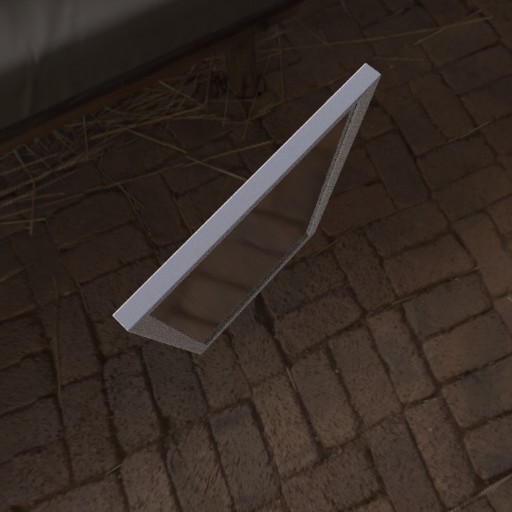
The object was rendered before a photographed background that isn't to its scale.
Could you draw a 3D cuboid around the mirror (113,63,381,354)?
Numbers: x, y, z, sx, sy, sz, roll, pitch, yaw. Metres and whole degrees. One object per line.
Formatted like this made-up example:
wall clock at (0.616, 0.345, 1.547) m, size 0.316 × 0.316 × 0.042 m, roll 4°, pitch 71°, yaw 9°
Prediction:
mirror at (0.000, 0.000, 1.170) m, size 0.041 × 0.914 × 0.609 m, roll 42°, pitch 79°, yaw 10°
